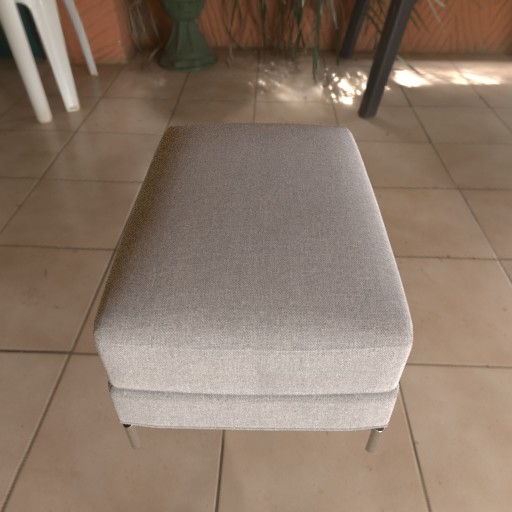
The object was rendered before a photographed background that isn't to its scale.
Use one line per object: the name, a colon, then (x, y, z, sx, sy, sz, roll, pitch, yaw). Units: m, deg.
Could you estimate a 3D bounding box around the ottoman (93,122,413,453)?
ottoman: (0.000, 0.000, 1.151, 0.584, 0.457, 0.838, 1, 42, 1)
